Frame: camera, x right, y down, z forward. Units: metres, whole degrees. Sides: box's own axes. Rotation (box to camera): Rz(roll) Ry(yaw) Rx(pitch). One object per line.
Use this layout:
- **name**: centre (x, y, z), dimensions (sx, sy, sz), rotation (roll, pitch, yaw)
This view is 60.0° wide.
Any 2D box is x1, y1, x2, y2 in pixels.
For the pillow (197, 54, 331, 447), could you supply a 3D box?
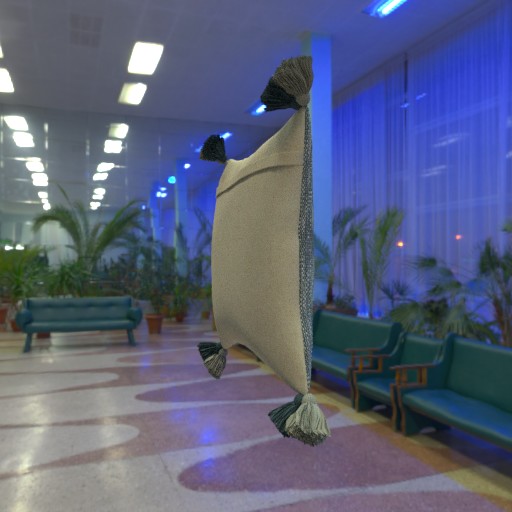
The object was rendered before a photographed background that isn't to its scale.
- **pillow**: centre (0.000, 0.000, 0.931), dimensions (0.138, 0.634, 0.614), rotation (0, 0, -20)
